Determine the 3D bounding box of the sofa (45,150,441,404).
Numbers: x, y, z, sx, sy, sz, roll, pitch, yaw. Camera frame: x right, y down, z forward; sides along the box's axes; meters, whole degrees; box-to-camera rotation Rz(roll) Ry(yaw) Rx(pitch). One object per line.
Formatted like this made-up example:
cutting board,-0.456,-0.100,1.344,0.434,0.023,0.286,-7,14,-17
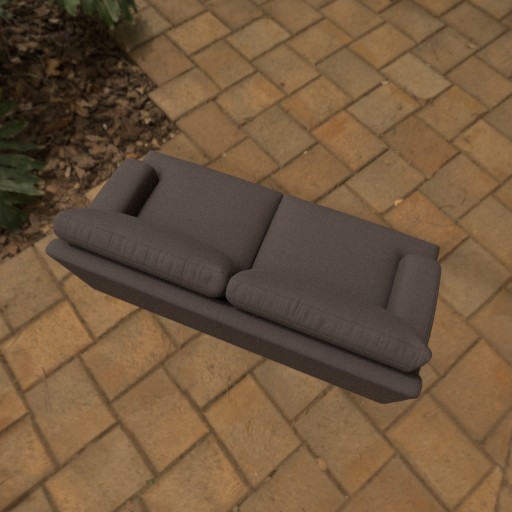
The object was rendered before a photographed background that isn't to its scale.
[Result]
sofa,0.000,0.000,2.866,2.271,0.950,1.140,20,65,9
